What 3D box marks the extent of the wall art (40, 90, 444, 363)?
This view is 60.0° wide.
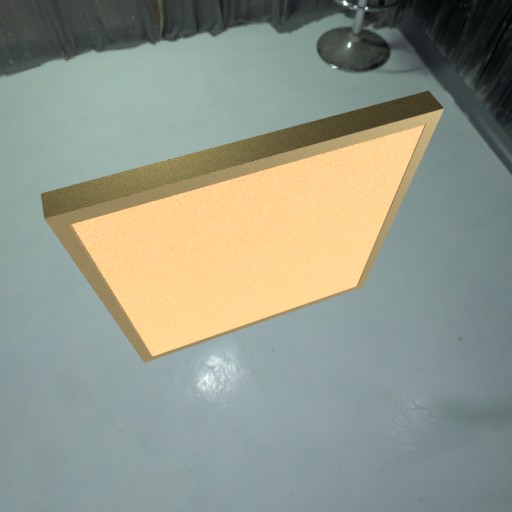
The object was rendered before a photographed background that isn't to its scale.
[{"bbox_3d":[0.000,0.000,1.914,1.284,1.284,0.095,-18,60,-10],"label":"wall art"}]
